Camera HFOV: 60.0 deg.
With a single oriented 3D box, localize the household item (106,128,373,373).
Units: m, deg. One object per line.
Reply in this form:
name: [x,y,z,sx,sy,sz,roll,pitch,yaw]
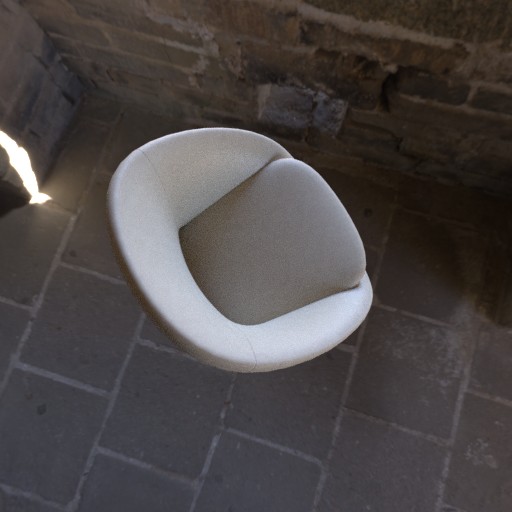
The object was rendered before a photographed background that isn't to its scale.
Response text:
household item: [0.000,0.000,1.255,0.573,0.852,0.623,-29,79,-6]
